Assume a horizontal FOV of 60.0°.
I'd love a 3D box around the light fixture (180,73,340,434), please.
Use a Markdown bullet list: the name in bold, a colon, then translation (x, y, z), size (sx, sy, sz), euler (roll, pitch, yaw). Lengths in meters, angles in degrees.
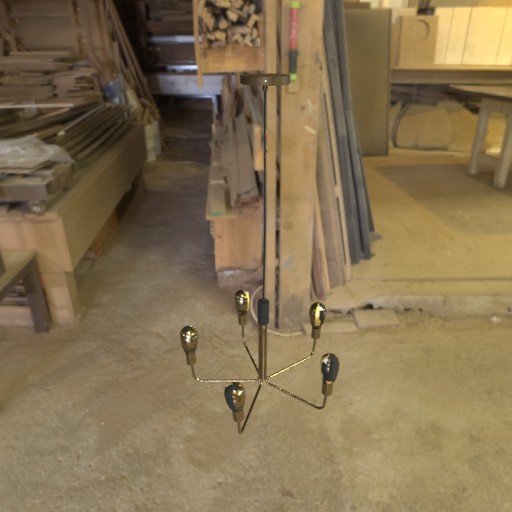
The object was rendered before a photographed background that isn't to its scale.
- **light fixture**: translation (0.000, 0.000, 1.401), size (0.532, 1.059, 0.588), euler (0, 26, 0)
